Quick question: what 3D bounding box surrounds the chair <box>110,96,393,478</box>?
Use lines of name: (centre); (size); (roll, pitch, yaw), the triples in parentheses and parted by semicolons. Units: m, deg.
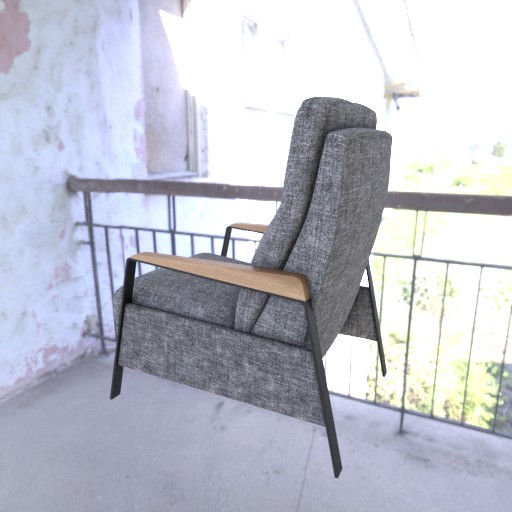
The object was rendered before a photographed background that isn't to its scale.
chair: (0.000, 0.000, 1.601); (0.868, 1.042, 0.671); (7, 16, 26)
